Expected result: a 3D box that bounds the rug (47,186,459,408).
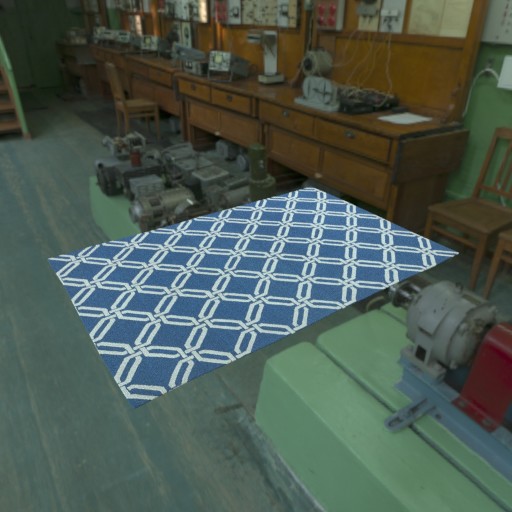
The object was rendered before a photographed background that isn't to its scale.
[{"bbox_3d":[0.000,0.000,2.237,1.755,0.010,1.153,-19,35,-30],"label":"rug"}]
